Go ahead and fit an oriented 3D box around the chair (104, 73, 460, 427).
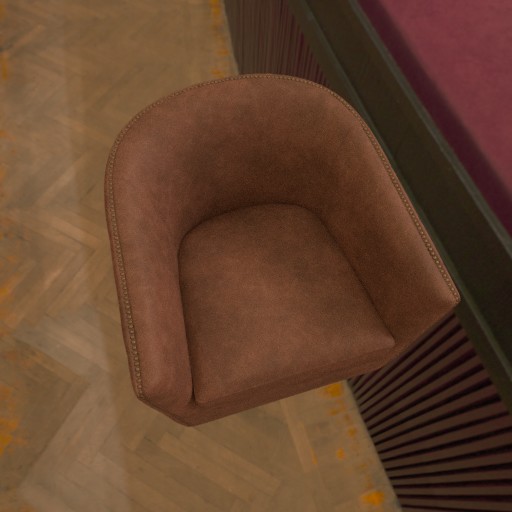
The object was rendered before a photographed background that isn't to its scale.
[{"bbox_3d":[0.000,0.000,1.511,0.850,0.790,0.870,-15,63,-8],"label":"chair"}]
